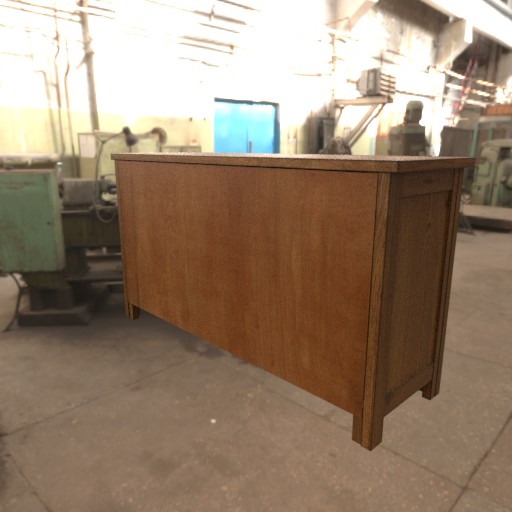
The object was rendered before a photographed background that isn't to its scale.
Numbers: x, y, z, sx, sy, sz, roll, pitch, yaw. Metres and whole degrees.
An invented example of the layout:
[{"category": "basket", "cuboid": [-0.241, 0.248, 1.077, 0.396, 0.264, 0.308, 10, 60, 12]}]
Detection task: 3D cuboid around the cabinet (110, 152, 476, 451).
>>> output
[{"category": "cabinet", "cuboid": [0.000, 0.000, 1.825, 0.480, 0.813, 1.474, -13, 19, -42]}]
